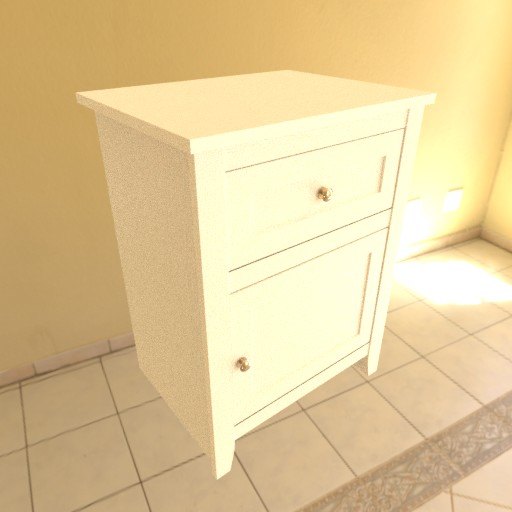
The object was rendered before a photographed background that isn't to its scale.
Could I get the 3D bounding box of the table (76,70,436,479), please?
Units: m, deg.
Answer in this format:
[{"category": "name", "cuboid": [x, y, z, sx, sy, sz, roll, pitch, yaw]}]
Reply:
[{"category": "table", "cuboid": [0.000, 0.000, 0.907, 0.480, 0.635, 0.381, -21, 36, -32]}]
